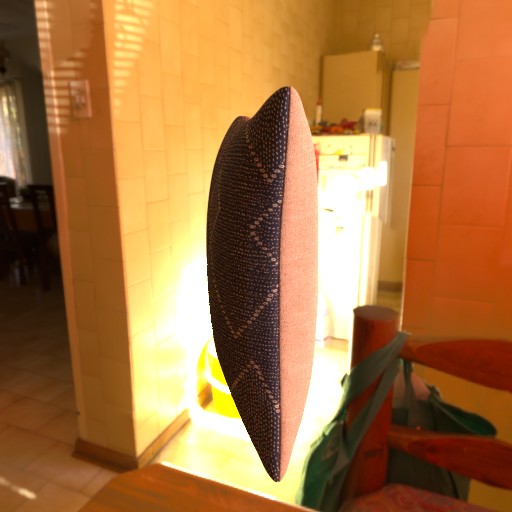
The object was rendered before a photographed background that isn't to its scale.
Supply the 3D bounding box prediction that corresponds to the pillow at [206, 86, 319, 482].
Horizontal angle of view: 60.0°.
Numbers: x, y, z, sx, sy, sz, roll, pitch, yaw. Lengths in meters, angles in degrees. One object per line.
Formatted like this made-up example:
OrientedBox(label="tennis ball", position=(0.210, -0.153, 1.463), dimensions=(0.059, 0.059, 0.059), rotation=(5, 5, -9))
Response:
OrientedBox(label="pillow", position=(0.000, 0.000, 0.662), dimensions=(0.148, 0.428, 0.435), rotation=(-2, 14, -7))
